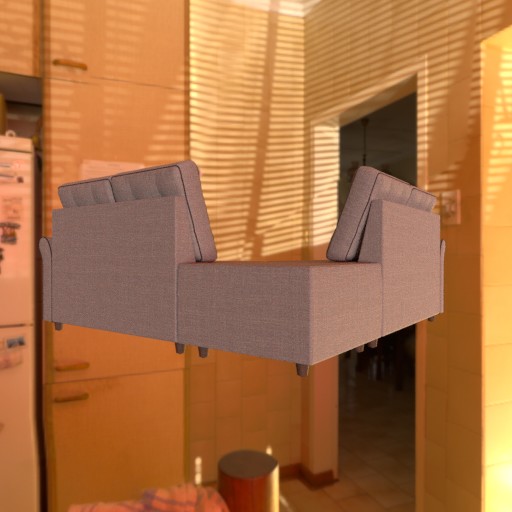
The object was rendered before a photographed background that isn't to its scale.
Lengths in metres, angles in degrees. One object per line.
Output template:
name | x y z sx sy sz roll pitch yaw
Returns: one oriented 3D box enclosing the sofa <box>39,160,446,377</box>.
sofa | 0.000 0.000 3.160 2.070 0.988 2.068 0 0 37
